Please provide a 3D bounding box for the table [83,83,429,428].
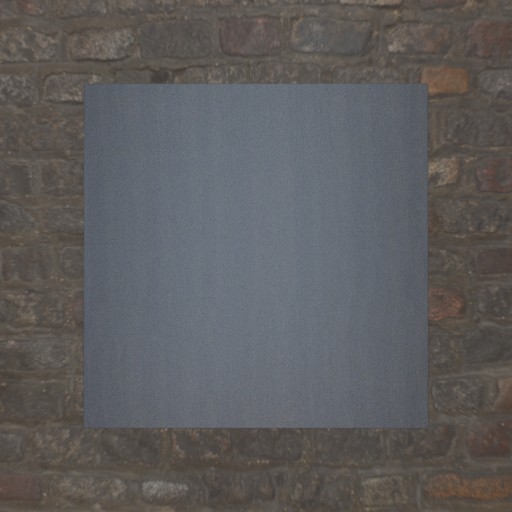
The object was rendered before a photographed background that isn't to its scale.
[{"bbox_3d":[0.000,0.000,1.176,0.762,0.396,0.762,0,90,0],"label":"table"}]
